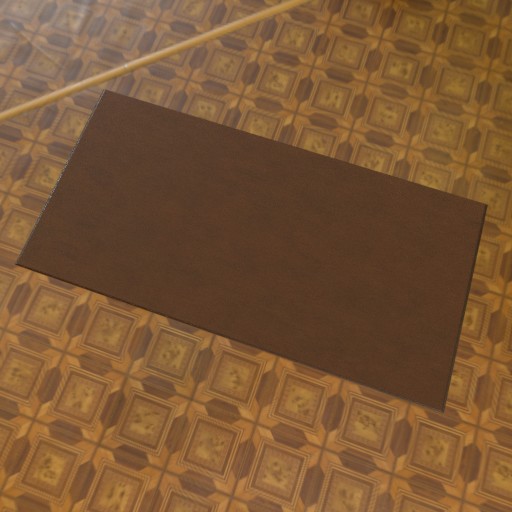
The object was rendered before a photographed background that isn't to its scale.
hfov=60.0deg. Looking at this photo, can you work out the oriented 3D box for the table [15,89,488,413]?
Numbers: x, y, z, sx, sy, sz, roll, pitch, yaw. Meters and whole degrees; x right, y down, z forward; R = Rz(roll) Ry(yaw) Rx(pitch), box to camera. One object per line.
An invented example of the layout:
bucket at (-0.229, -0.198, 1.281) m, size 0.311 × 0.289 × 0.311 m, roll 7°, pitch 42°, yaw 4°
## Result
table at (0.000, 0.000, 1.455) m, size 1.197 × 0.459 × 0.594 m, roll 18°, pitch 75°, yaw 5°
